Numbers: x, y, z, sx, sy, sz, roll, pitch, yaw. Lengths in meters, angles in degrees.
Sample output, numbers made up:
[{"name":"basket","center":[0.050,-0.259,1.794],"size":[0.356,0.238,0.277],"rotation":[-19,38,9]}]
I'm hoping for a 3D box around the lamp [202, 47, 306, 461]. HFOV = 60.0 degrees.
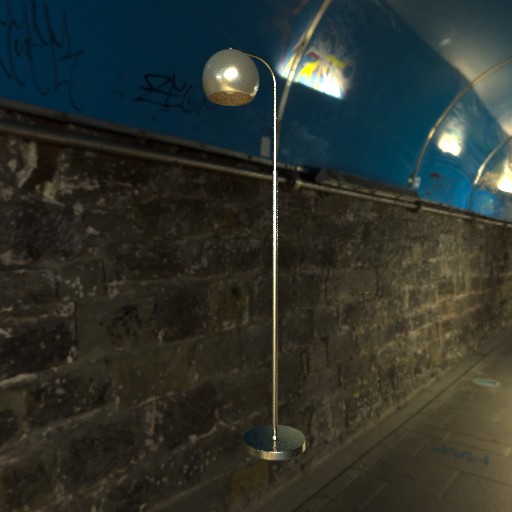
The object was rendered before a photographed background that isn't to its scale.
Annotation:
[{"name":"lamp","center":[0.000,0.000,1.701],"size":[0.431,1.526,0.250],"rotation":[-1,2,-35]}]
